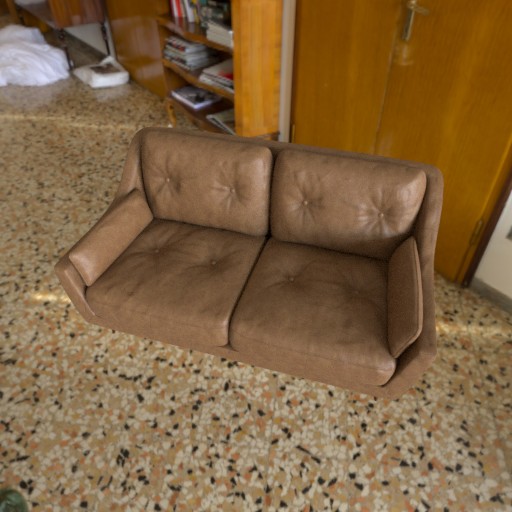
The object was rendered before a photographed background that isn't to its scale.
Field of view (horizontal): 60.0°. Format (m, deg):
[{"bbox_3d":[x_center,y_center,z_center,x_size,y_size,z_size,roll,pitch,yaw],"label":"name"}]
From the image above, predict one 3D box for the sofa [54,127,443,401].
[{"bbox_3d":[0.000,0.000,2.278,1.731,0.886,0.981,11,42,13],"label":"sofa"}]
